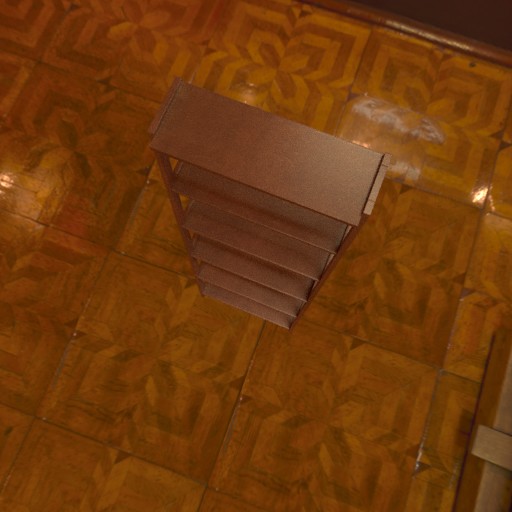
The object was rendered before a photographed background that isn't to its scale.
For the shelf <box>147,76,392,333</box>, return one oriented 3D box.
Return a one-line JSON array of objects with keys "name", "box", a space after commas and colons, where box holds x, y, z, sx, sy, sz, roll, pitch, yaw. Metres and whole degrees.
[{"name": "shelf", "box": [0.000, 0.000, 2.123, 0.660, 1.892, 0.382, 22, 77, 5]}]
